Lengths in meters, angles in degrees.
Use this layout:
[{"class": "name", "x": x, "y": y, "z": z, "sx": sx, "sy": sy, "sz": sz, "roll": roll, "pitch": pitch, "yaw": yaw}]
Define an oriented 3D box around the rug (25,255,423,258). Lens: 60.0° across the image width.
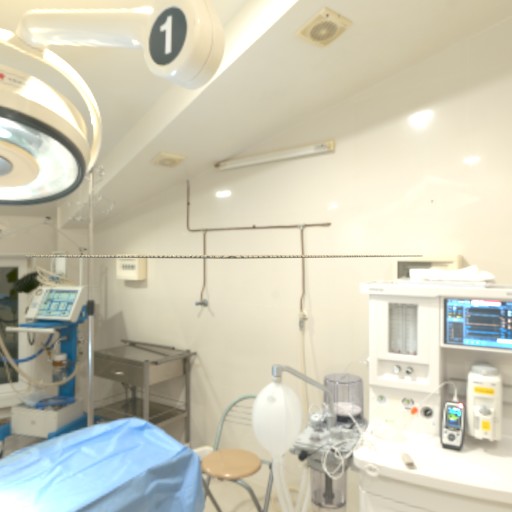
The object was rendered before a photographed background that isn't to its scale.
[{"class": "rug", "x": 0.000, "y": 0.000, "z": 2.219, "sx": 1.144, "sy": 0.008, "sz": 1.752, "roll": 0, "pitch": 0, "yaw": 37}]
